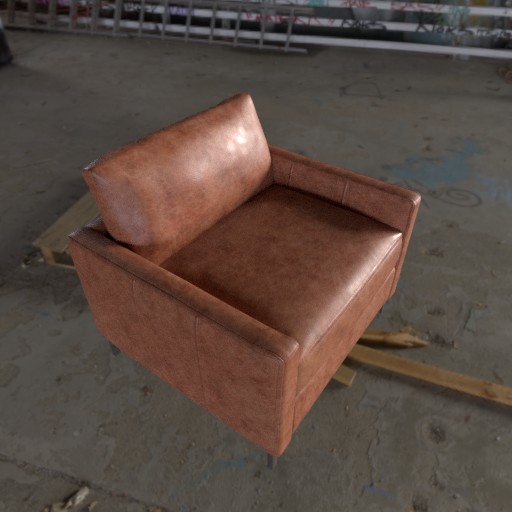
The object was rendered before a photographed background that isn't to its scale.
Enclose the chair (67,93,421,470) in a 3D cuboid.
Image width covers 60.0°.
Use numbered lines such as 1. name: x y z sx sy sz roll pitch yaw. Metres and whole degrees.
1. chair: 0.000 0.000 1.641 0.862 0.869 0.967 25 46 27
